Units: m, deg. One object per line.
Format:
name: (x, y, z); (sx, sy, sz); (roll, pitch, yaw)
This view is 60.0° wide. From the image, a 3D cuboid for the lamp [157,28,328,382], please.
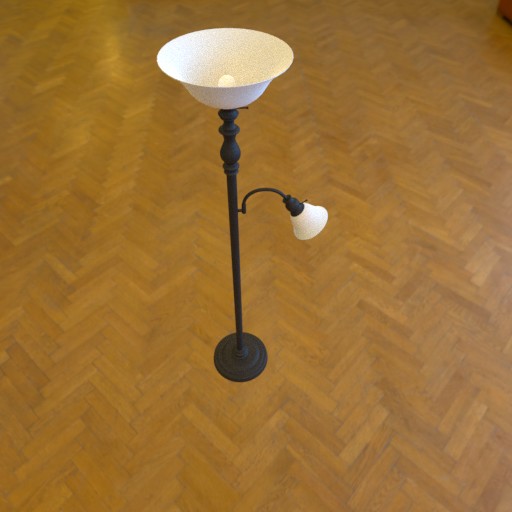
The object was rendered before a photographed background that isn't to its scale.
lamp: (0.000, 0.000, 1.987); (0.588, 1.793, 0.405); (-3, 48, -3)
